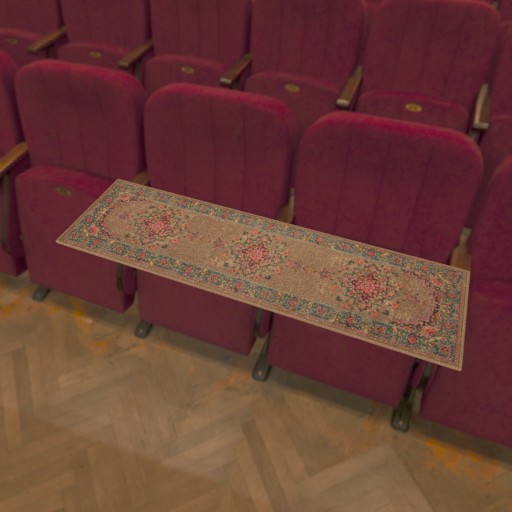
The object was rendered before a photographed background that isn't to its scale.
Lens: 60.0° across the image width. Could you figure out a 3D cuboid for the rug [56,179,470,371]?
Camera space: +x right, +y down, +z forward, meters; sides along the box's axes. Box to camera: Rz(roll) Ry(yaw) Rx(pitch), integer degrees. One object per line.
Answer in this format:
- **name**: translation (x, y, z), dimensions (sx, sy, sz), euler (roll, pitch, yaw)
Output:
- **rug**: translation (0.000, 0.000, 2.539), dimensions (2.297, 0.019, 0.659), euler (16, 49, 15)
